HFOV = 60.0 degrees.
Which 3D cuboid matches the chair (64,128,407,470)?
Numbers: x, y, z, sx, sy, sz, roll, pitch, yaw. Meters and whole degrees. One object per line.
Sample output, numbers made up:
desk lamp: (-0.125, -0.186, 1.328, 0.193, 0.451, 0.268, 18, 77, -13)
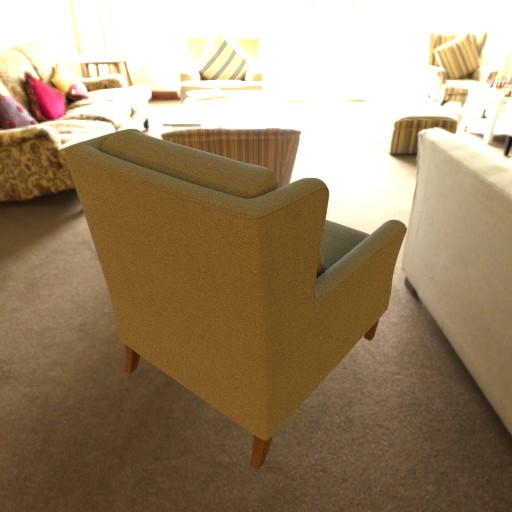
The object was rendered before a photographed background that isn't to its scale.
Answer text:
chair: (0.000, 0.000, 1.808, 0.866, 1.056, 1.040, 23, 38, 33)
